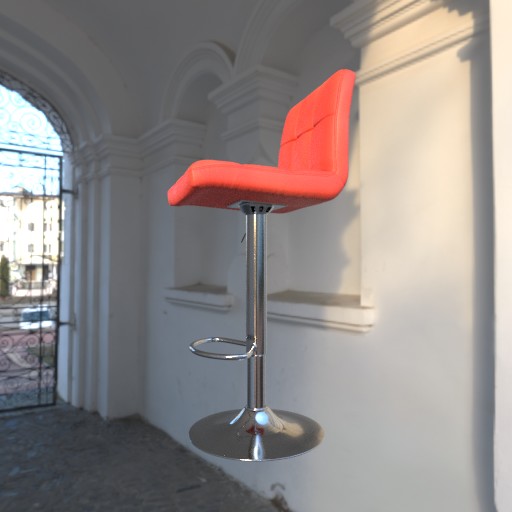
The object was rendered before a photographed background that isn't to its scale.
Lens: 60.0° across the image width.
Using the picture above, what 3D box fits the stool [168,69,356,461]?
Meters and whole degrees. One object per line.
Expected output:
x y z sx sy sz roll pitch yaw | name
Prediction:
0.000 0.000 1.407 0.505 1.115 0.430 0 -1 -19 | stool
